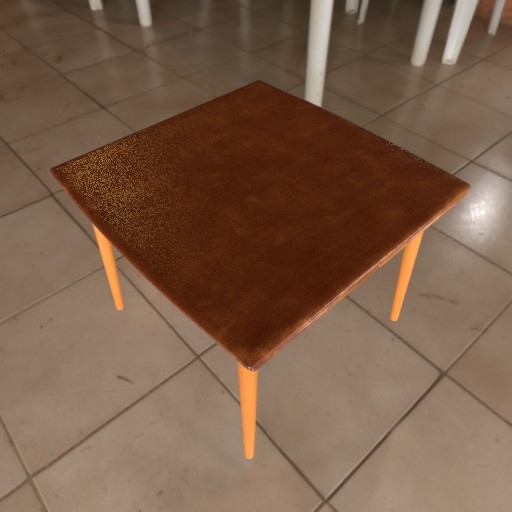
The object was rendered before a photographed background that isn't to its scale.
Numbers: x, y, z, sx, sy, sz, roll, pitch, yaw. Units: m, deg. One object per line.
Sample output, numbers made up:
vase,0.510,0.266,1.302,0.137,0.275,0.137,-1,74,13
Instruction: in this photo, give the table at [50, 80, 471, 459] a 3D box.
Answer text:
table,0.000,0.000,1.699,0.991,0.754,0.991,-34,55,-28
